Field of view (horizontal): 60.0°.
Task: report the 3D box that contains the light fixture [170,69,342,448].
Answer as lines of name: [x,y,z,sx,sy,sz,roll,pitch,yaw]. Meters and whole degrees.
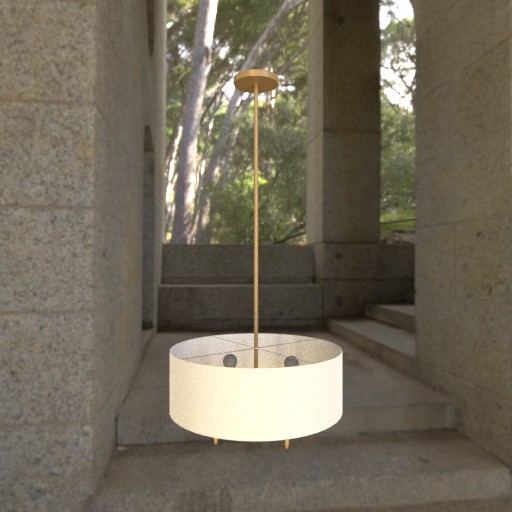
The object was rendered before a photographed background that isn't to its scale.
light fixture: [0.000,0.000,1.329,0.508,1.067,0.508,0,0,0]
